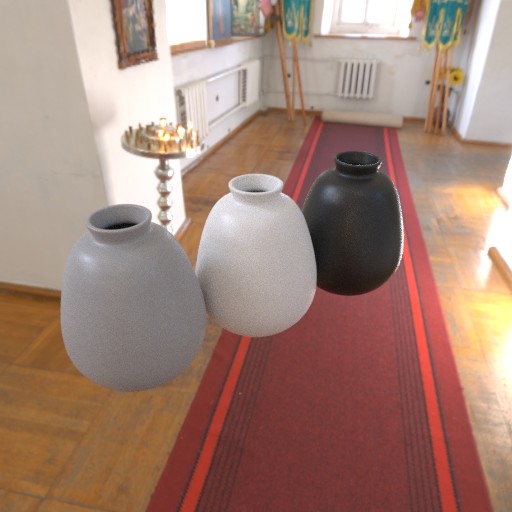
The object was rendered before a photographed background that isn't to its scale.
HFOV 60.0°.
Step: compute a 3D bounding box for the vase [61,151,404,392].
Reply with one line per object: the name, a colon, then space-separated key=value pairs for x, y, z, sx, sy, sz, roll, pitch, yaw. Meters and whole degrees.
vase: x=0.000 y=0.000 z=0.349 sx=0.297 sy=0.122 sz=0.097 roll=-19 pitch=36 yaw=-28
